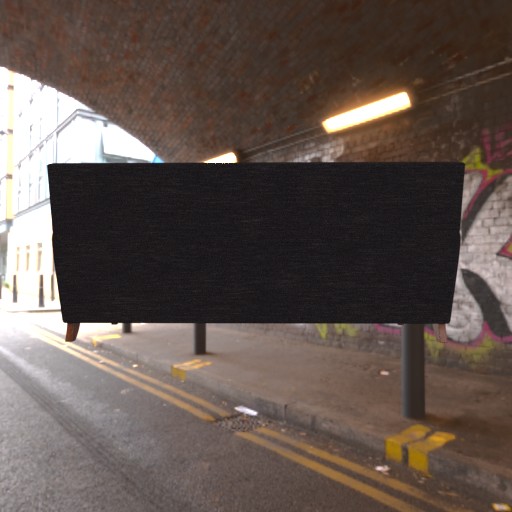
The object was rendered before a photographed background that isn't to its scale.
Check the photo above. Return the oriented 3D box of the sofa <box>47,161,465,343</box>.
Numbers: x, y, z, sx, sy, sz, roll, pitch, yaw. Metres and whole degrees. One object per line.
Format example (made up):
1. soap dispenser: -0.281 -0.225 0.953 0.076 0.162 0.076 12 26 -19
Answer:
1. sofa: 0.000 0.000 2.433 1.976 0.846 0.875 0 -2 1
